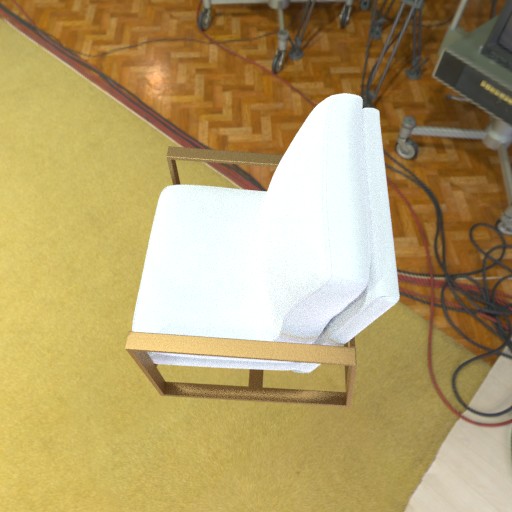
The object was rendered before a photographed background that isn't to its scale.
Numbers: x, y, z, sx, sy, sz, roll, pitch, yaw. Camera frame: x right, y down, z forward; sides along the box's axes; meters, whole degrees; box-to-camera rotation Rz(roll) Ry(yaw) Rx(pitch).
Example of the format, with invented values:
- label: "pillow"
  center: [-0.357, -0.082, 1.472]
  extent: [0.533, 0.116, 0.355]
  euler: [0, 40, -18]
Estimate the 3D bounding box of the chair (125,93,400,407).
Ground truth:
- label: "chair"
  center: [0.000, 0.000, 1.582]
  extent: [0.813, 0.966, 0.805]
  euler: [3, 60, 2]
